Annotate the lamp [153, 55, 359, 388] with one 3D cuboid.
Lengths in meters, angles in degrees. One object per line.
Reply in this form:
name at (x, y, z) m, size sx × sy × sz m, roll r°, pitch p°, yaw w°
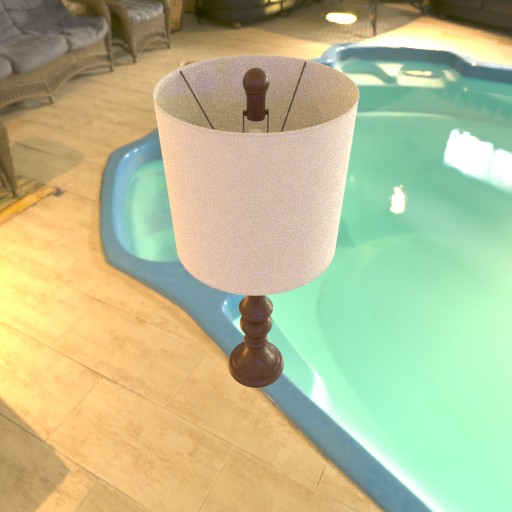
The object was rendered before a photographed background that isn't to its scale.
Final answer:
lamp at (0.000, 0.000, 0.727) m, size 0.250 × 0.597 × 0.250 m, roll 24°, pitch 47°, yaw 25°
